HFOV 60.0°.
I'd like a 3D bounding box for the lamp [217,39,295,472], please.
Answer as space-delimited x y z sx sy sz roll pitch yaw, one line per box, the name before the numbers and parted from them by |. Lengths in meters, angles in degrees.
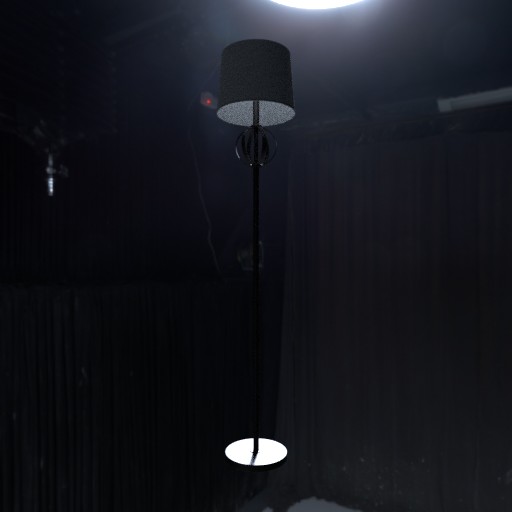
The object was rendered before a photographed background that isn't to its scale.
lamp | 0.000 0.000 1.614 0.286 1.462 0.286 0 -1 35
